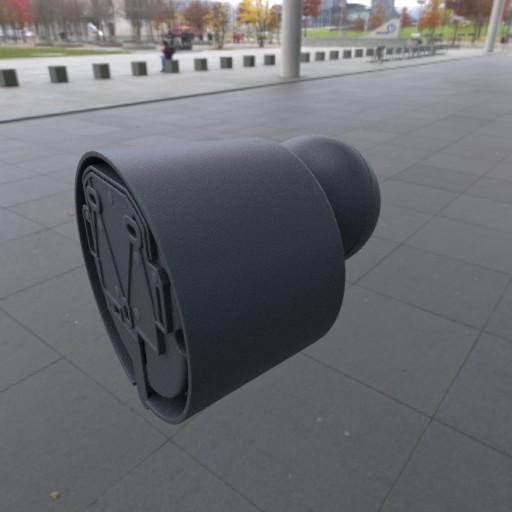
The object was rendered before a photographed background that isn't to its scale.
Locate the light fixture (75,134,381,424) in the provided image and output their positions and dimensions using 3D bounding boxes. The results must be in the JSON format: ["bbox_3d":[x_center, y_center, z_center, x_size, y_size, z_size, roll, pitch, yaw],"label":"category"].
[{"bbox_3d":[0.000,0.000,0.258,0.160,0.143,0.134,-18,32,-32],"label":"light fixture"}]
